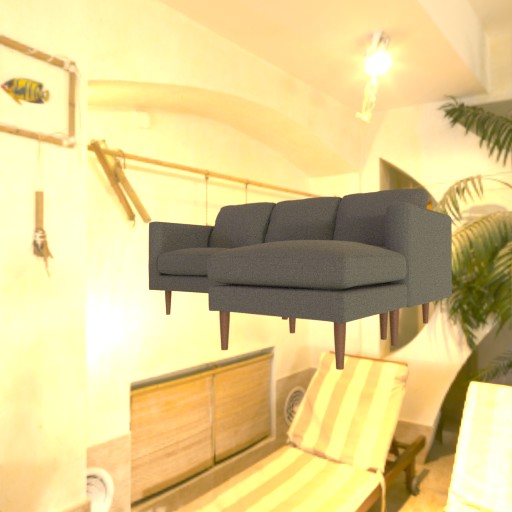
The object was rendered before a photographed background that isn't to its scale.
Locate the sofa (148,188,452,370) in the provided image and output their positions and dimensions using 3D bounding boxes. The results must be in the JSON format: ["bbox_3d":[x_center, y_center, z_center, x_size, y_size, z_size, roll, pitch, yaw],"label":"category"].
[{"bbox_3d":[0.000,0.000,2.875,2.031,0.897,1.591,0,0,37],"label":"sofa"}]
